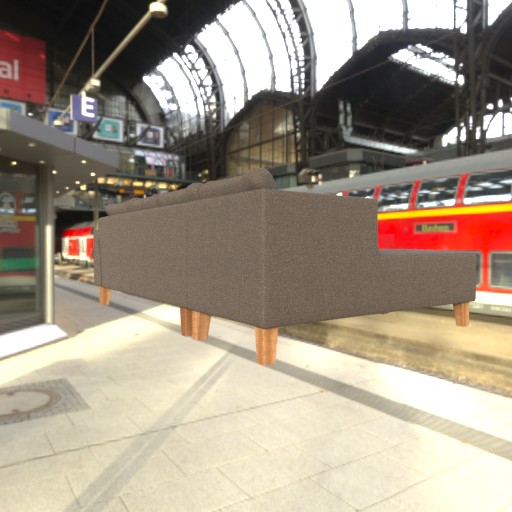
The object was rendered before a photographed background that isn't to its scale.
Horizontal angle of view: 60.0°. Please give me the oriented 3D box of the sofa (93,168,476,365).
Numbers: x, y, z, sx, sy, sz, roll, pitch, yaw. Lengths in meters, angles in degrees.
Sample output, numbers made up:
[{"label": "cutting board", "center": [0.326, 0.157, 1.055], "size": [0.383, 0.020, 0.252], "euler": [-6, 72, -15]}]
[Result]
[{"label": "sofa", "center": [0.000, 0.000, 3.577], "size": [1.829, 0.932, 2.679], "euler": [-1, 2, -35]}]
